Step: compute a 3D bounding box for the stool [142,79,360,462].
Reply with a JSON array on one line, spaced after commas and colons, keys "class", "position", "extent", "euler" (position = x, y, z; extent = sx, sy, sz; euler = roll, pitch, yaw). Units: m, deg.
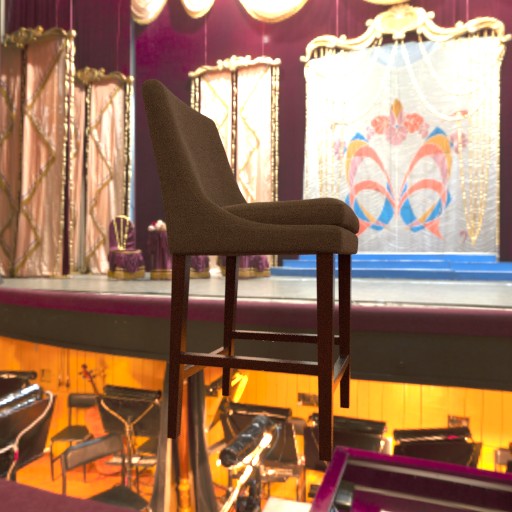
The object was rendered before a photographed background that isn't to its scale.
[{"class": "stool", "position": [0.000, 0.000, 1.332], "extent": [0.577, 0.981, 0.470], "euler": [0, 0, 18]}]
